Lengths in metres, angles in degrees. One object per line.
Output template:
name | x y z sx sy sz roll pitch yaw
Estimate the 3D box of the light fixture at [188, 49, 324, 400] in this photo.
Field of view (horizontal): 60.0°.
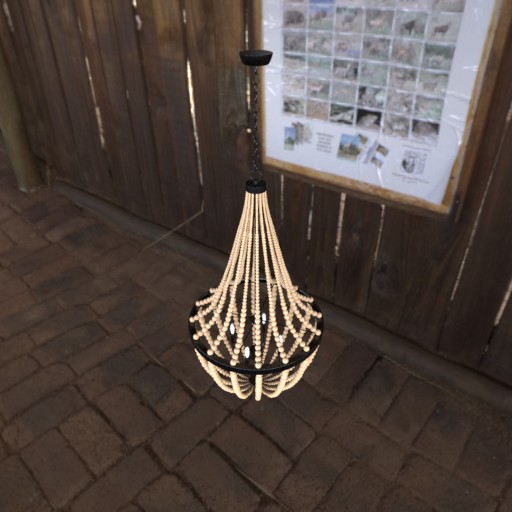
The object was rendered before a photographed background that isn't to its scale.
light fixture | 0.000 0.000 1.340 0.450 1.133 0.450 0 34 0
